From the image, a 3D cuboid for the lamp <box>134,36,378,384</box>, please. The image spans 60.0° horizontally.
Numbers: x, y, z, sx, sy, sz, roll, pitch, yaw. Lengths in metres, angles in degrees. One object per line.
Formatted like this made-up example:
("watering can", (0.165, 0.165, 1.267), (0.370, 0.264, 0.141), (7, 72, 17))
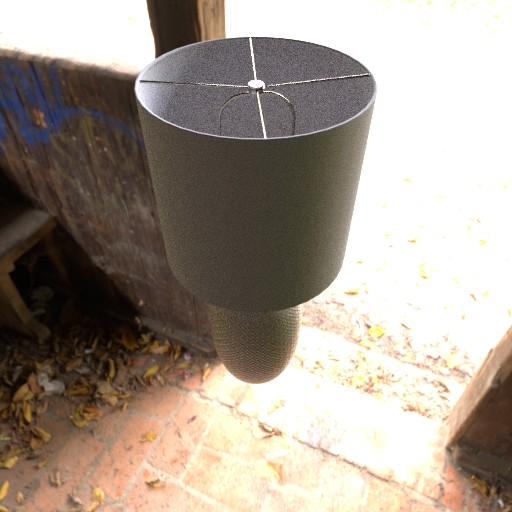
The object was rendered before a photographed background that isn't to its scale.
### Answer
("lamp", (0.000, 0.000, 0.560), (0.217, 0.453, 0.217), (-3, 45, -3))
